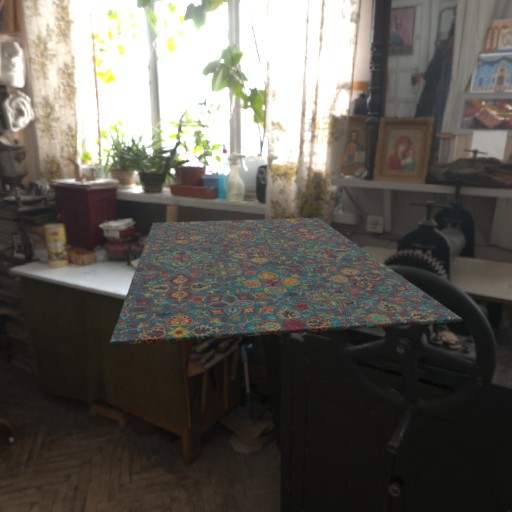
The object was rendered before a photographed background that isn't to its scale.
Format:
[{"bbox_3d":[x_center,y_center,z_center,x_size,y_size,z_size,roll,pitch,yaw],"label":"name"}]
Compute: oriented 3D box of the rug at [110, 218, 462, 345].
[{"bbox_3d":[0.000,0.000,2.361,1.216,0.014,1.836,-2,16,-8],"label":"rug"}]
